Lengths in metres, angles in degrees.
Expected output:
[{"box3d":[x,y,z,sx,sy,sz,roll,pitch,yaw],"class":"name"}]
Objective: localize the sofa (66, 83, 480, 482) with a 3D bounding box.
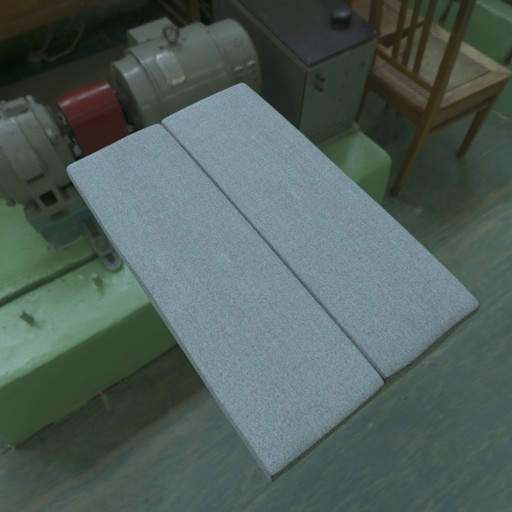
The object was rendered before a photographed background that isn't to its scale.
[{"box3d":[0.000,0.000,1.604,0.817,0.434,1.250,-32,64,-17],"class":"sofa"}]
